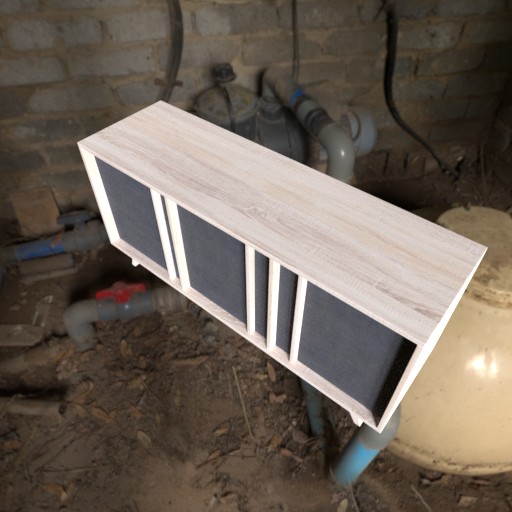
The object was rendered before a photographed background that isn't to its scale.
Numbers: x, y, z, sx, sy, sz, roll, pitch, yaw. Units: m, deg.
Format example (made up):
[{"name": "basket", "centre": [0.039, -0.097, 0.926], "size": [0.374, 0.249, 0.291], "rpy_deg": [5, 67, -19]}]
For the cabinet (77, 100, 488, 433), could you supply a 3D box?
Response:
[{"name": "cabinet", "centre": [0.000, 0.000, 2.032], "size": [1.650, 0.780, 0.500], "rpy_deg": [31, 54, 26]}]
